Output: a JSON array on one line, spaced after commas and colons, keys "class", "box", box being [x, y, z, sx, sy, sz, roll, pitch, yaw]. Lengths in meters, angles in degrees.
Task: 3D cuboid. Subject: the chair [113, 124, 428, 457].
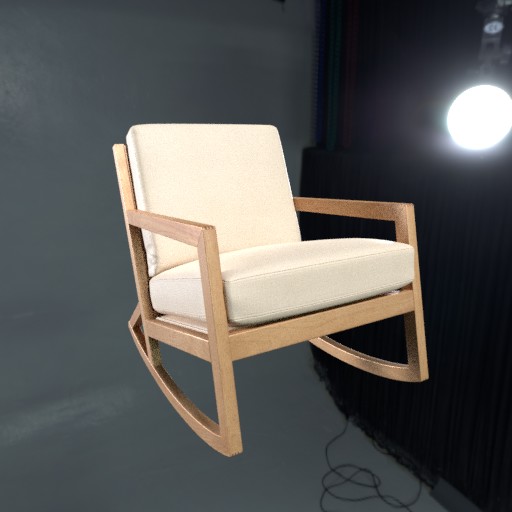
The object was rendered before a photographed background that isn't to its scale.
[{"class": "chair", "box": [0.000, 0.000, 1.370, 0.622, 0.790, 0.857, -9, 18, -29]}]
